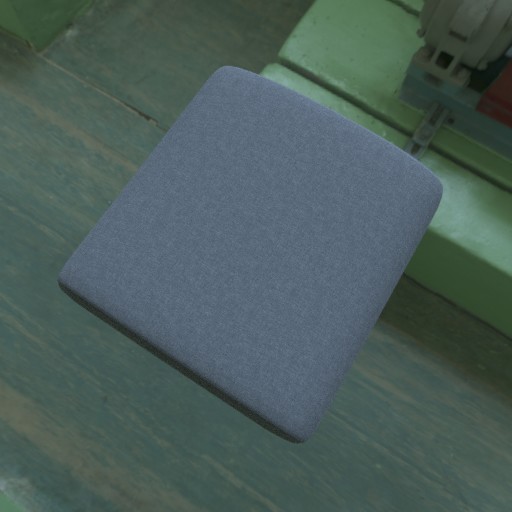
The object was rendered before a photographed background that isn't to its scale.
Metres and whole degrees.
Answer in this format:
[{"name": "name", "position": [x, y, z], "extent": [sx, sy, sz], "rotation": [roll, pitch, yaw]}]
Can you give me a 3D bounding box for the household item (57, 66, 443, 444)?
[{"name": "household item", "position": [0.000, 0.000, 0.897], "extent": [0.530, 0.410, 0.530], "rotation": [31, 76, 9]}]
